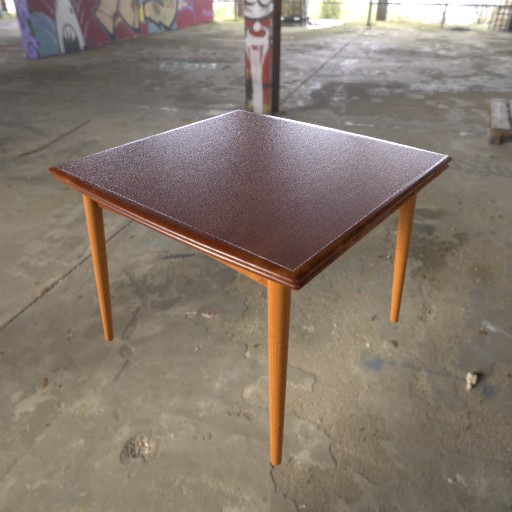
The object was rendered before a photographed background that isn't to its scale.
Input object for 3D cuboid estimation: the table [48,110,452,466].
[{"bbox_3d":[0.000,0.000,1.689,0.991,0.754,0.991,24,40,32],"label":"table"}]
